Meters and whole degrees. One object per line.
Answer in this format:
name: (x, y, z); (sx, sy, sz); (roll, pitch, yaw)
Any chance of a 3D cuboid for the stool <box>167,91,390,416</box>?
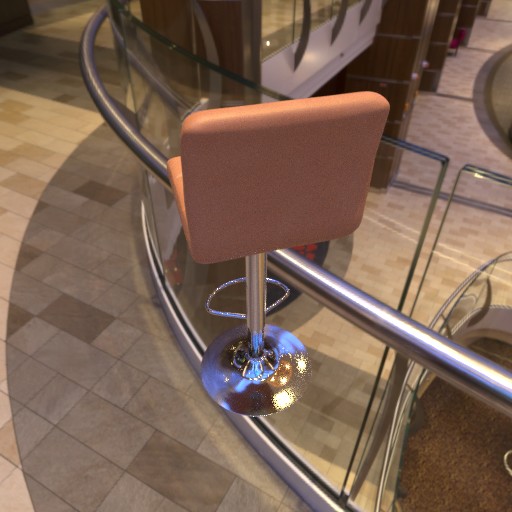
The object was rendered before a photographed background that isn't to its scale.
stool: (0.000, 0.000, 1.347); (0.430, 1.115, 0.505); (-11, 42, -13)
